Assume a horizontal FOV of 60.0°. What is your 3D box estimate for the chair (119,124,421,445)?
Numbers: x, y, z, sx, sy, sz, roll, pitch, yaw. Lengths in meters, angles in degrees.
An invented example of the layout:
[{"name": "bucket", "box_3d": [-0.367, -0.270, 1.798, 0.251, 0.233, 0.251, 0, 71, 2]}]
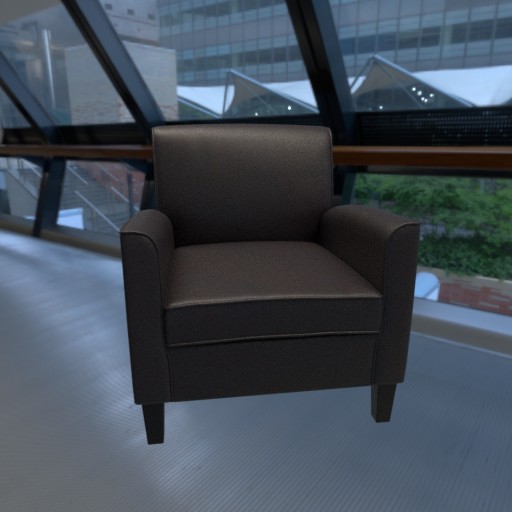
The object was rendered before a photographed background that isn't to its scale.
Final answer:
[{"name": "chair", "box_3d": [0.000, 0.000, 1.583, 0.820, 0.916, 0.819, -2, 16, -8]}]
